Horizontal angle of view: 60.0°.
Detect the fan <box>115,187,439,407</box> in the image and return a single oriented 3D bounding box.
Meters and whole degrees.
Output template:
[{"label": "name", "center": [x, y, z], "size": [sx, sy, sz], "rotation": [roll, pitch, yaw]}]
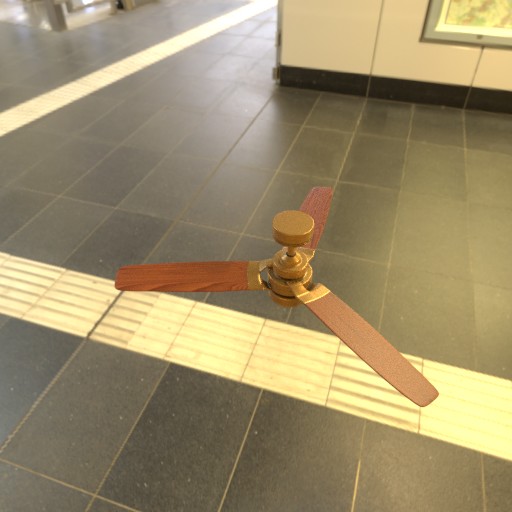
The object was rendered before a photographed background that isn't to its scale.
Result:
[{"label": "fan", "center": [0.000, 0.000, 1.989], "size": [1.271, 0.425, 1.416], "rotation": [-1, 41, -1]}]
